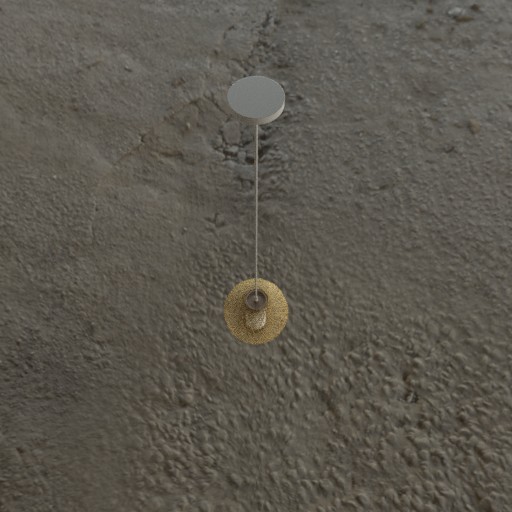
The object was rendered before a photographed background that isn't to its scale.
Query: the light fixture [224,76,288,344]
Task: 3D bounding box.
[{"bbox_3d":[0.000,0.000,2.091,0.406,1.955,0.407,3,63,1],"label":"light fixture"}]
